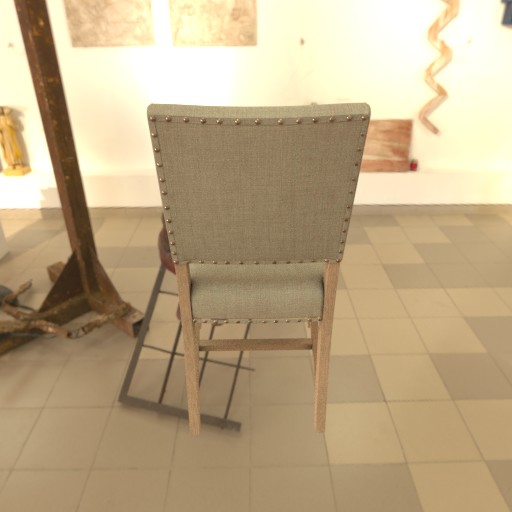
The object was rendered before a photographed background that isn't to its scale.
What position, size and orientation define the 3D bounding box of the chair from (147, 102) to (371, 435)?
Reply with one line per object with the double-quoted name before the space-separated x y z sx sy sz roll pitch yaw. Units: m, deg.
"chair" 0.000 0.000 1.342 0.508 0.986 0.622 -1 29 -1
